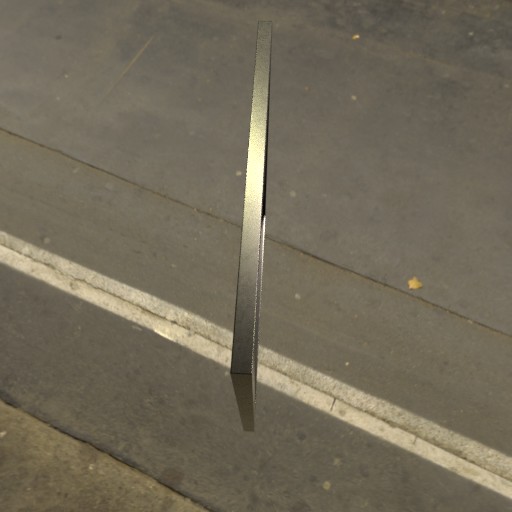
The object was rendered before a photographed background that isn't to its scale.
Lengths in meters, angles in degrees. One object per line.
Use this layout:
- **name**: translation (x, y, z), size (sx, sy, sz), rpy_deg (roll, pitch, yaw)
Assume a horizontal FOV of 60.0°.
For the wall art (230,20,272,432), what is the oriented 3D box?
- **wall art**: translation (0.000, 0.000, 0.518), size (0.014, 0.349, 0.349), rpy_deg (3, 63, 1)
